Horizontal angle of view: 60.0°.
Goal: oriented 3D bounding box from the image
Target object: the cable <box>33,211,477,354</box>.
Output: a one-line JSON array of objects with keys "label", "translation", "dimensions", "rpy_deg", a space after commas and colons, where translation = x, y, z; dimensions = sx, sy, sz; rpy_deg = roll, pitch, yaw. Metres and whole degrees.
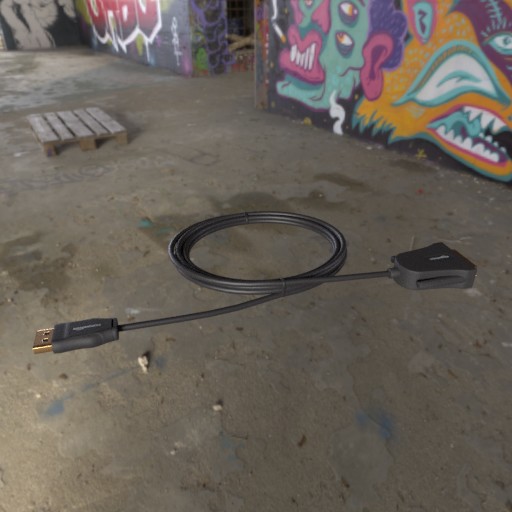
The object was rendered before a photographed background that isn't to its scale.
[{"label": "cable", "translation": [0.000, 0.000, 0.323], "dimensions": [0.281, 0.015, 0.136], "rpy_deg": [-8, 31, -13]}]
